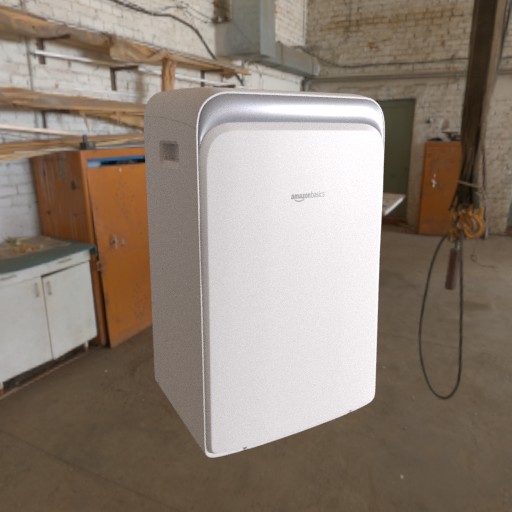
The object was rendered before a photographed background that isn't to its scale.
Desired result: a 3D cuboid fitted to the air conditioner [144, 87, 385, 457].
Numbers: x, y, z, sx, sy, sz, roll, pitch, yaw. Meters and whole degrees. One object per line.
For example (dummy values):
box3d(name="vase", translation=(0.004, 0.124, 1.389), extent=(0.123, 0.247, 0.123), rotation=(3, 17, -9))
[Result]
box3d(name="air conditioner", translation=(0.000, 0.000, 1.081), extent=(0.478, 0.765, 0.467), rotation=(-8, 18, -26))
